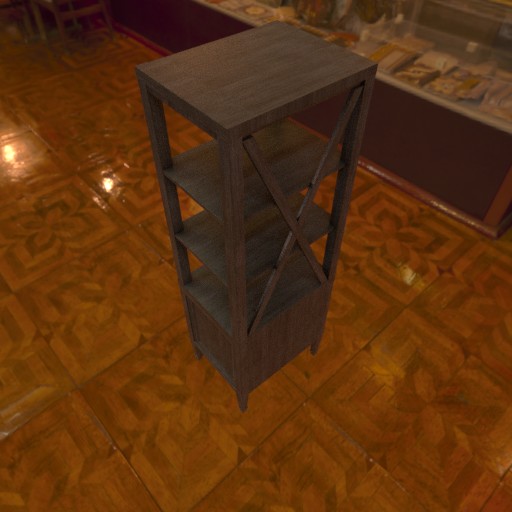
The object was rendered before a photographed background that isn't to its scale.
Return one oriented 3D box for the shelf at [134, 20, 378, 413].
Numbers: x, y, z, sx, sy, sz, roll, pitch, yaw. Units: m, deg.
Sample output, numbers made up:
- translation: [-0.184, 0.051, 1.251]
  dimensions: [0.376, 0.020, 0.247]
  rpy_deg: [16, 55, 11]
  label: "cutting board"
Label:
- translation: [0.000, 0.000, 1.987]
  dimensions: [0.584, 1.727, 0.472]
  rpy_deg: [-32, 55, -26]
  label: "shelf"
